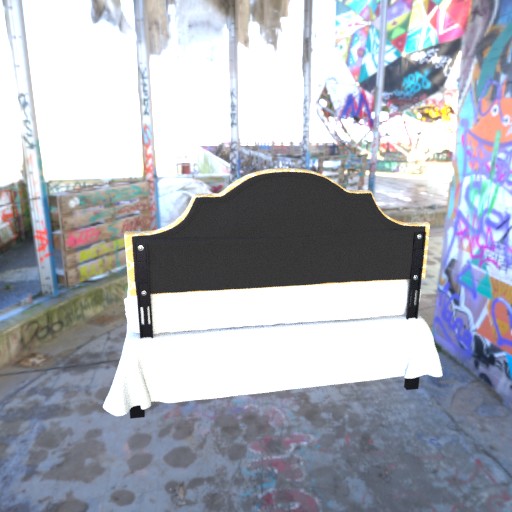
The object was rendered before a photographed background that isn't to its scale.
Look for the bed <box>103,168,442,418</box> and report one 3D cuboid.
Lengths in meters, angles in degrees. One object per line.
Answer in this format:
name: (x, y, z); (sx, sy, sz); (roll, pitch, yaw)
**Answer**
bed: (0.000, 0.000, 3.795); (2.314, 1.601, 2.222); (-3, 15, -10)
